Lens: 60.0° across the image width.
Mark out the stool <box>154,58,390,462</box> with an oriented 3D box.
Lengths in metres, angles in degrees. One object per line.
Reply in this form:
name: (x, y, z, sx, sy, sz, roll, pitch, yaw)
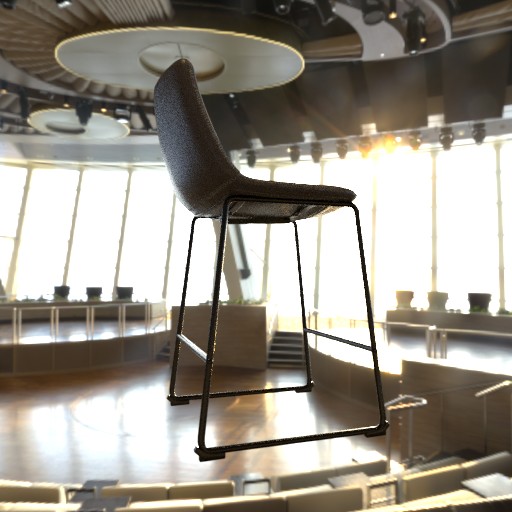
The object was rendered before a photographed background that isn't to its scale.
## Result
stool: (0.000, 0.000, 1.198, 0.546, 0.876, 0.470, 1, -2, -19)
